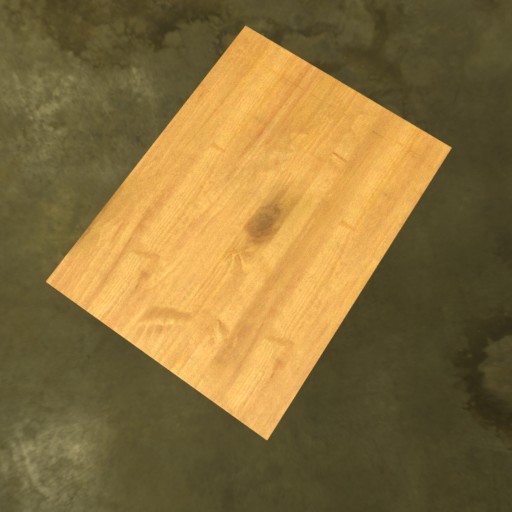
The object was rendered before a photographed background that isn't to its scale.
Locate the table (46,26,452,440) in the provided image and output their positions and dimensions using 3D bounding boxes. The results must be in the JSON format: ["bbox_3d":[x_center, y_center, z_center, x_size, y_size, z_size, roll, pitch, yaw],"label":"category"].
[{"bbox_3d":[0.000,0.000,1.250,0.500,0.813,0.660,34,80,7],"label":"table"}]
